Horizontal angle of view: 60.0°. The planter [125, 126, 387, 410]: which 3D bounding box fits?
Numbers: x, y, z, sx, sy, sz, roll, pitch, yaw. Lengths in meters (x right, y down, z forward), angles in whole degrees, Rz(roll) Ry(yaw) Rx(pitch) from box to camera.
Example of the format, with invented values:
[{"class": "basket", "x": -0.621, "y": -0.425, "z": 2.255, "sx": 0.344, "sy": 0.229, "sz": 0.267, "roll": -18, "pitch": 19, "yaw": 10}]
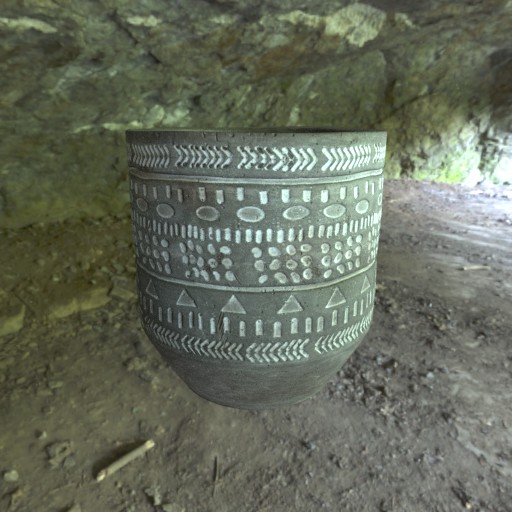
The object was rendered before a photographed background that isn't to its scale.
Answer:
[{"class": "planter", "x": 0.000, "y": 0.000, "z": 0.269, "sx": 0.142, "sy": 0.149, "sz": 0.142, "roll": 0, "pitch": 17, "yaw": 0}]
